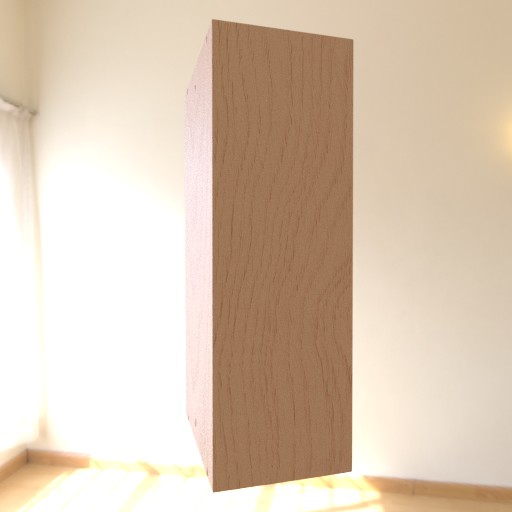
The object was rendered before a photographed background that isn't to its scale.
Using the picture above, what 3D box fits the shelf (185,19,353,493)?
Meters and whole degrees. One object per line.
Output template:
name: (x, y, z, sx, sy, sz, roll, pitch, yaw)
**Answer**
shelf: (0.000, 0.000, 0.727, 0.200, 0.600, 0.290, 0, 1, -16)
